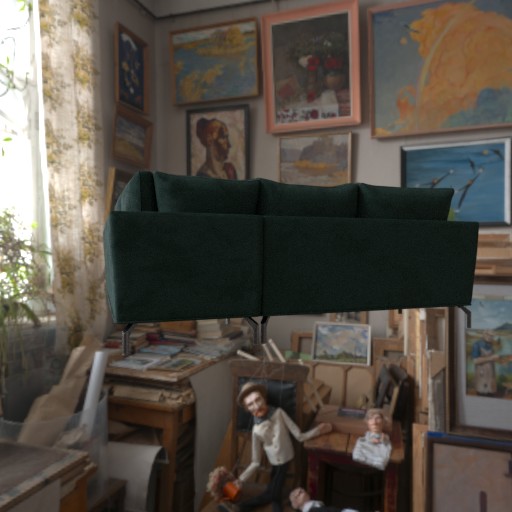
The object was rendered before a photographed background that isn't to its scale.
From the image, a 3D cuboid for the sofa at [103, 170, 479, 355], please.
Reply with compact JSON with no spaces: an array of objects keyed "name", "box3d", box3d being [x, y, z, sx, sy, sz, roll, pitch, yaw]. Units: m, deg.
[{"name":"sofa","box3d":[0.000,0.000,3.825,2.468,1.004,2.452,0,1,-20]}]
